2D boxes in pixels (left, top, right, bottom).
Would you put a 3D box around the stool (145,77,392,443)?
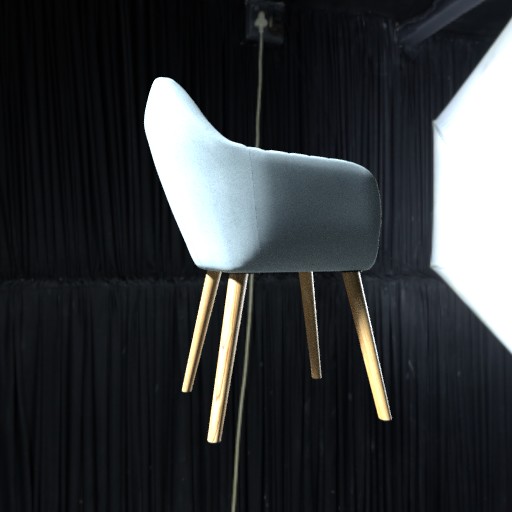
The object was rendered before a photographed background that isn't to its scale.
[{"bbox_3d":[0.000,0.000,1.233,0.590,0.830,0.503,0,0,-18],"label":"stool"}]
